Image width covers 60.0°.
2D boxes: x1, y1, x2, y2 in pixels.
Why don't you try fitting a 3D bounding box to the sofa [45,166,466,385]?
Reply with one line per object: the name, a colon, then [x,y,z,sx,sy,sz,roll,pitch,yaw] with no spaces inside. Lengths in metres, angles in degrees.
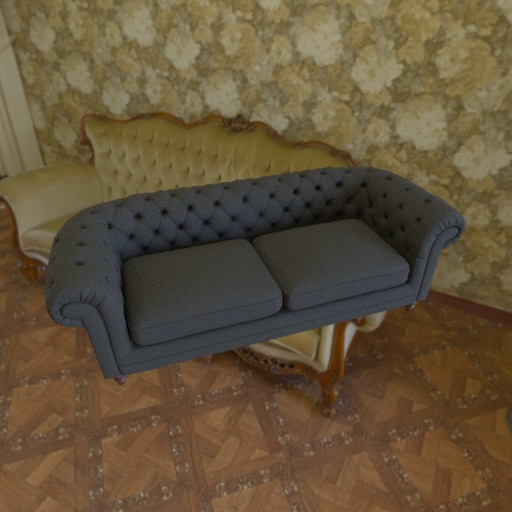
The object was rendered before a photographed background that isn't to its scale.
sofa: [0.000,0.000,2.838,2.362,0.762,0.991,-11,35,-16]
